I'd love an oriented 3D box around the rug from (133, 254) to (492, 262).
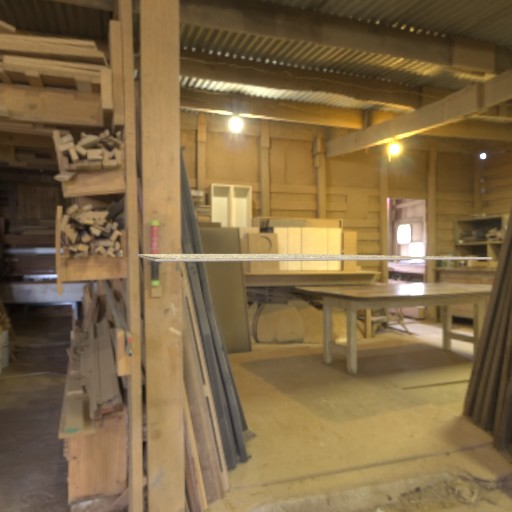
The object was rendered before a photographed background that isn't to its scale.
[{"bbox_3d":[0.000,0.000,2.974,1.524,0.011,2.438,0,1,-17],"label":"rug"}]
